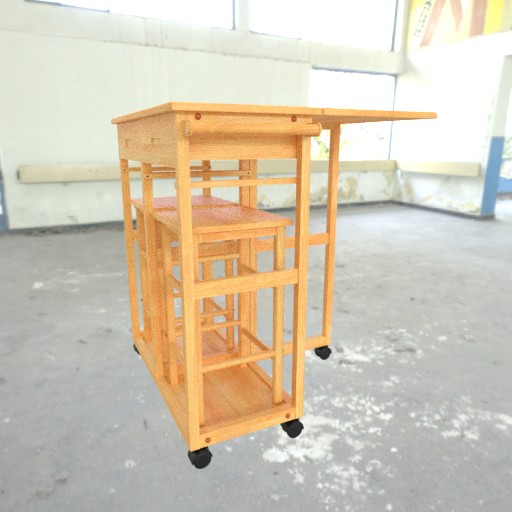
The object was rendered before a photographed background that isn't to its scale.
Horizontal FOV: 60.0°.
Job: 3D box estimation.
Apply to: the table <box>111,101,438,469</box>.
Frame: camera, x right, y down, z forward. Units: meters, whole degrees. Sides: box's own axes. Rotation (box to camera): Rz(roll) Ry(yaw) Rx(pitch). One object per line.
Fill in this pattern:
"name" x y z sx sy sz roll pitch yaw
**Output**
"table" 0.000 0.000 1.375 0.693 0.832 0.752 -7 16 -25
